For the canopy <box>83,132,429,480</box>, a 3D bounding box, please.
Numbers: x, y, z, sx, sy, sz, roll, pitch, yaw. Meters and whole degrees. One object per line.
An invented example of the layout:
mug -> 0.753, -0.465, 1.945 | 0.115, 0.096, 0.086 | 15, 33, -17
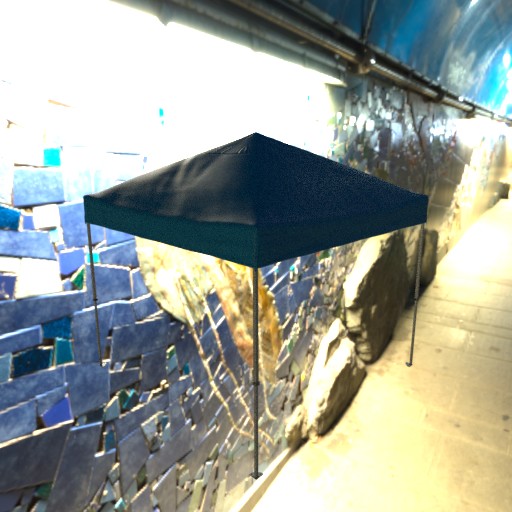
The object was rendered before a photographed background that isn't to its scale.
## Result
canopy -> 0.000, 0.000, 5.553 | 2.996, 2.997, 2.998 | 14, 20, 43
